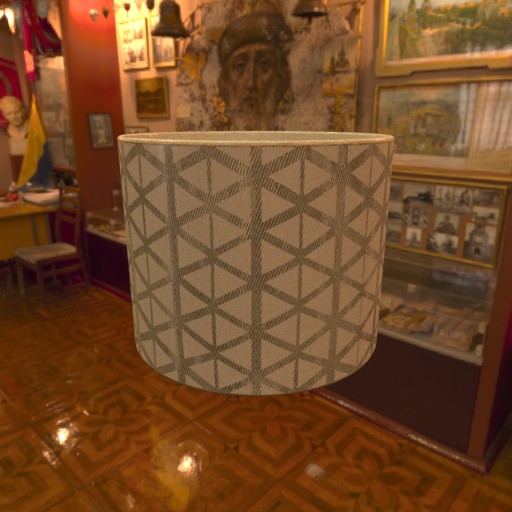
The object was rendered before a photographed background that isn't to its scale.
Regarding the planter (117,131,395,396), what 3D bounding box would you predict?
[{"bbox_3d":[0.000,0.000,0.343,0.190,0.181,0.190,0,17,0],"label":"planter"}]
